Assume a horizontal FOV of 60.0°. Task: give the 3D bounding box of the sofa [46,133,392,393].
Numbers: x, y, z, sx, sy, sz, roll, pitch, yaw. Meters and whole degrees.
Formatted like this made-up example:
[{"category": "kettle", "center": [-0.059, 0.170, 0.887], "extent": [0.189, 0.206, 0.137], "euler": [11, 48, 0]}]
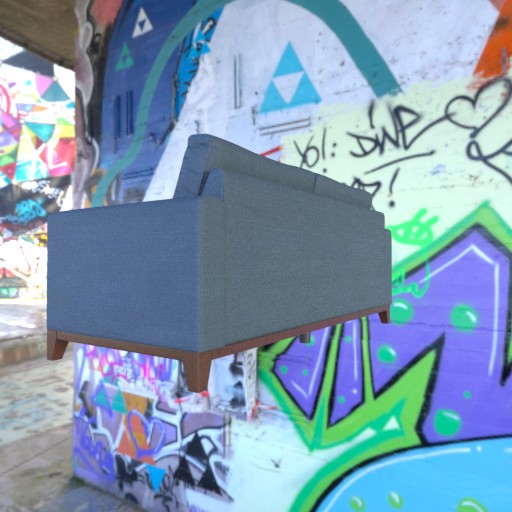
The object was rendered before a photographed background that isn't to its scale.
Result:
[{"category": "sofa", "center": [0.000, 0.000, 2.378], "extent": [0.877, 0.865, 1.900], "euler": [0, -1, 34]}]
